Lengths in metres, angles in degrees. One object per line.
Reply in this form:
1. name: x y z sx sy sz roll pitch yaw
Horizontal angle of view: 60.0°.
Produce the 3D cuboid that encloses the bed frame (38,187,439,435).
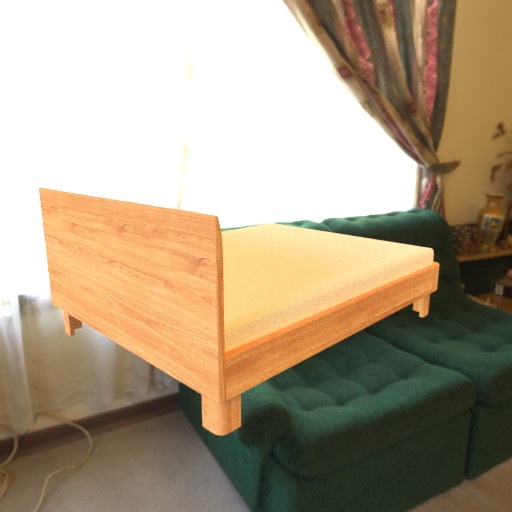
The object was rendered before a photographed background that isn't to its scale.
1. bed frame: 0.000 0.000 2.962 1.660 0.940 2.092 13 19 43
